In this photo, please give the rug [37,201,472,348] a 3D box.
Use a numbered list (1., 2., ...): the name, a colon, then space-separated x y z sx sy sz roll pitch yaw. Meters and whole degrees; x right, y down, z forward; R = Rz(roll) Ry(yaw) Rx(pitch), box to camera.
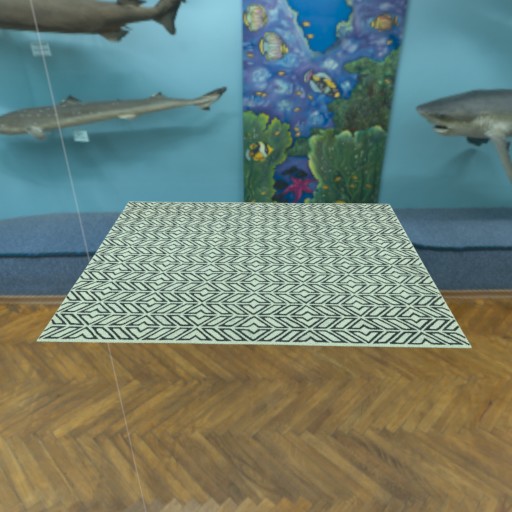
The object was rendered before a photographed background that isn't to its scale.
1. rug: 0.000 0.000 4.136 3.045 0.008 2.421 1 31 1
